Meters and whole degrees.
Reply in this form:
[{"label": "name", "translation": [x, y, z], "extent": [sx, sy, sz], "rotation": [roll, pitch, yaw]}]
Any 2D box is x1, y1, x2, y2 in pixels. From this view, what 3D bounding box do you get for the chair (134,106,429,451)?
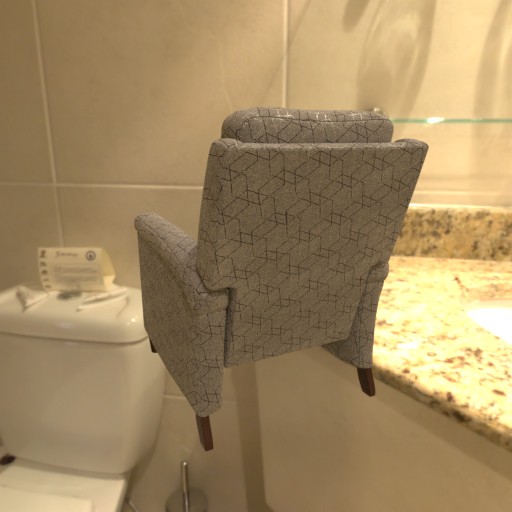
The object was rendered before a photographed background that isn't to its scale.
[{"label": "chair", "translation": [0.000, 0.000, 1.714], "extent": [0.753, 1.048, 0.987], "rotation": [-8, 17, -26]}]
